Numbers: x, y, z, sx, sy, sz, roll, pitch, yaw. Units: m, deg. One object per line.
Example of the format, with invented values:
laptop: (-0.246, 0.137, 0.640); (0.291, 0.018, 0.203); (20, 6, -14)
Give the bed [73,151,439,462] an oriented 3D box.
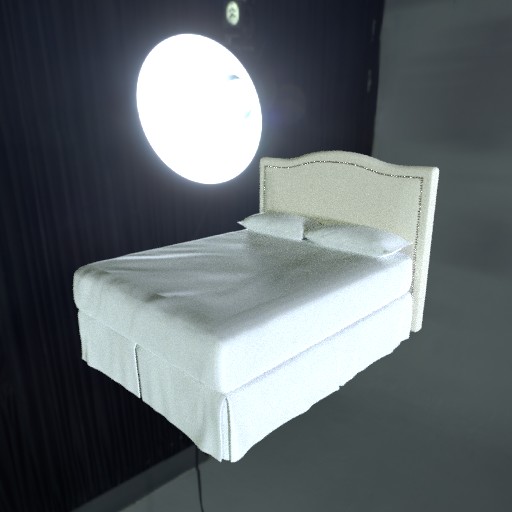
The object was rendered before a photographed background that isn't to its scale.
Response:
bed: (0.000, 0.000, 3.299); (1.753, 1.460, 2.143); (15, 22, 42)
